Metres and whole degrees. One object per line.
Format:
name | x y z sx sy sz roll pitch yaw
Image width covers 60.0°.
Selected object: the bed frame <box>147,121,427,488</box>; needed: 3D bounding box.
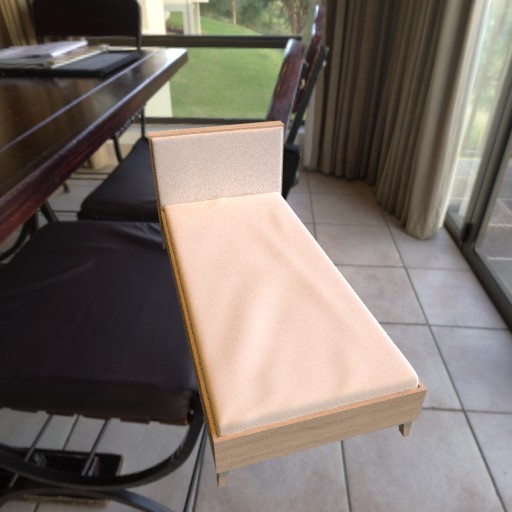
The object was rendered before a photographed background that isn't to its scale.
bed frame | 0.000 0.000 2.637 0.990 0.920 2.140 -9 34 -13
